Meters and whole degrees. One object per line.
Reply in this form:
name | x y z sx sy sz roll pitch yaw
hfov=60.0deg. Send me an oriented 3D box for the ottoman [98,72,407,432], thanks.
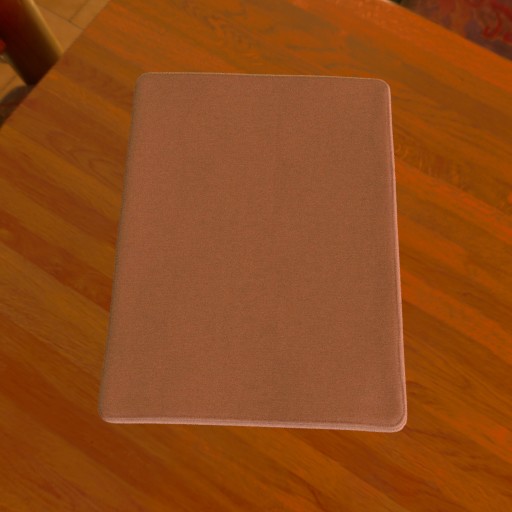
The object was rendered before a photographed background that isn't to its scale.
ottoman | 0.000 0.000 1.198 0.648 0.461 0.833 2 75 0
